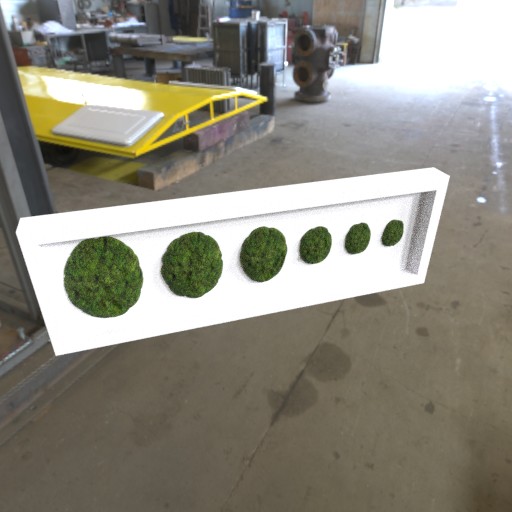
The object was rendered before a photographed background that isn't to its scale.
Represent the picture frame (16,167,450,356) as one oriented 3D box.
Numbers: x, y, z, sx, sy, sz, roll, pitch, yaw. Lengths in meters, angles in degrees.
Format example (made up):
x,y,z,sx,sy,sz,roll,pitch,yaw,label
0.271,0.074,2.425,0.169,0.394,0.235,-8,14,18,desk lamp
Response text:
x,y,z,sx,sy,sz,roll,pitch,yaw,label
0.000,0.000,0.836,0.759,0.250,0.050,-9,33,-15,picture frame
